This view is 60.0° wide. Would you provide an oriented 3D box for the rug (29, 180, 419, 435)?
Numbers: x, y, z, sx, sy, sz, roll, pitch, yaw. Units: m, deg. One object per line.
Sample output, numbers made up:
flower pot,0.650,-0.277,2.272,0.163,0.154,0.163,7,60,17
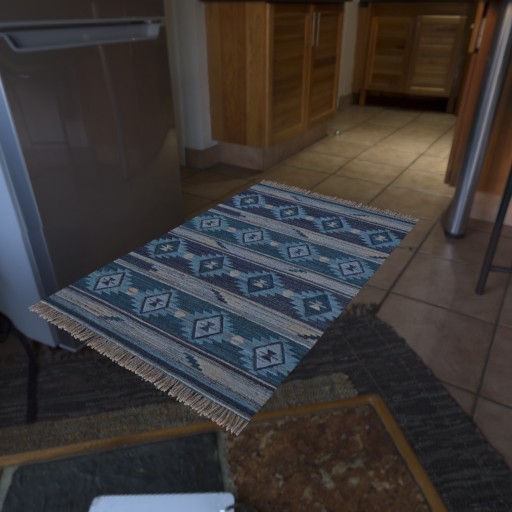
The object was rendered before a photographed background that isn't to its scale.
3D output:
rug,0.000,0.000,2.387,1.181,0.028,1.936,19,36,29
